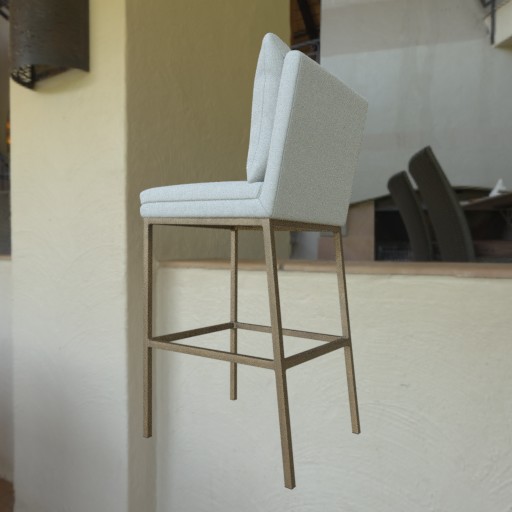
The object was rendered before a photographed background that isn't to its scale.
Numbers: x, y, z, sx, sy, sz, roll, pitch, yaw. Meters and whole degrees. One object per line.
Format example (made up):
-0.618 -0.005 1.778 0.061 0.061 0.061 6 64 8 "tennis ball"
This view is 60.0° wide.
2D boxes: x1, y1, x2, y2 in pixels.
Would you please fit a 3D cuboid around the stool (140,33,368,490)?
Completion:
0.000 0.000 1.396 0.572 1.125 0.463 1 1 36 "stool"
